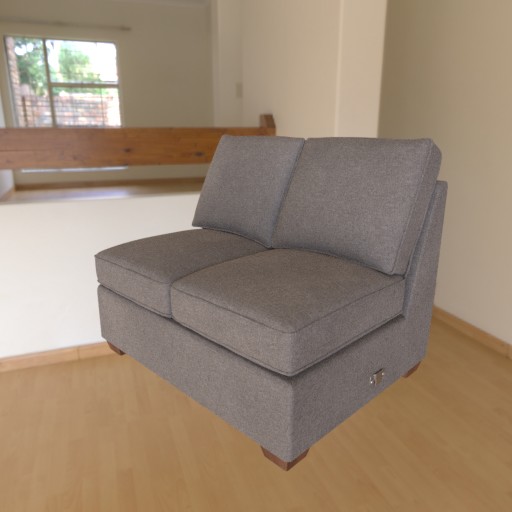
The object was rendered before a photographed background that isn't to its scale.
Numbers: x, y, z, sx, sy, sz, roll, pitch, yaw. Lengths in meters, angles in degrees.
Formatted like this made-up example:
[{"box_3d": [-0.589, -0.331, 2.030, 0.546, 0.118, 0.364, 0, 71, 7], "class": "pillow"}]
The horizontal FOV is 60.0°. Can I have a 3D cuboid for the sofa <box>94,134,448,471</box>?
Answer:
[{"box_3d": [0.000, 0.000, 1.940, 1.237, 1.008, 0.951, 16, 22, 43], "class": "sofa"}]
